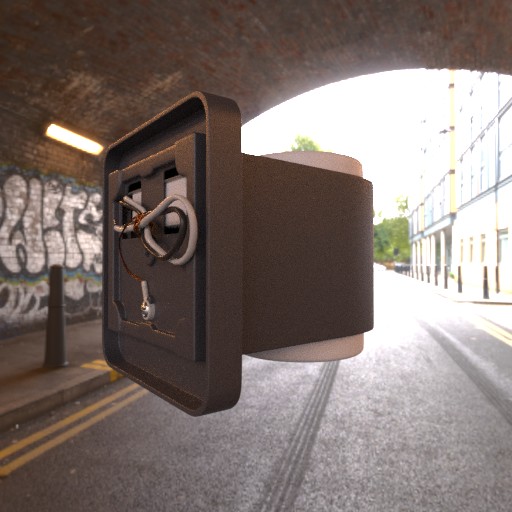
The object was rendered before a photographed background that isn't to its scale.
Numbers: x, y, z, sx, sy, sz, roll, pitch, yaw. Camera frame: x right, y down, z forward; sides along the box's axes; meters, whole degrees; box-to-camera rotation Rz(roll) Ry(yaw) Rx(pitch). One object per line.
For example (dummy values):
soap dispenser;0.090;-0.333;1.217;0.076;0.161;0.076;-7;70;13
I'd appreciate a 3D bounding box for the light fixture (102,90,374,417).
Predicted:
light fixture;0.000;0.000;0.217;0.132;0.109;0.109;0;-1;-36
